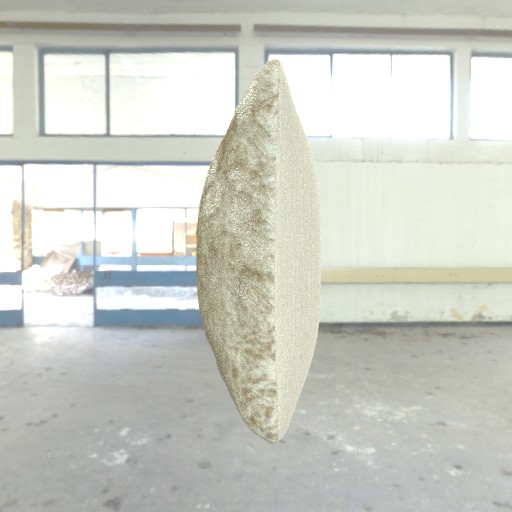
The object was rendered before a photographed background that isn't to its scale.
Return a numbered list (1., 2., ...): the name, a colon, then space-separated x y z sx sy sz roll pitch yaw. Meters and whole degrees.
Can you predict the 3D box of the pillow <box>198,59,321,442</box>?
1. pillow: 0.000 0.000 0.827 0.216 0.525 0.538 0 1 0
